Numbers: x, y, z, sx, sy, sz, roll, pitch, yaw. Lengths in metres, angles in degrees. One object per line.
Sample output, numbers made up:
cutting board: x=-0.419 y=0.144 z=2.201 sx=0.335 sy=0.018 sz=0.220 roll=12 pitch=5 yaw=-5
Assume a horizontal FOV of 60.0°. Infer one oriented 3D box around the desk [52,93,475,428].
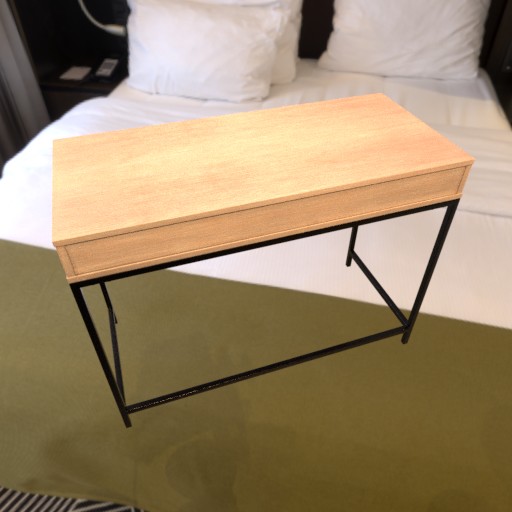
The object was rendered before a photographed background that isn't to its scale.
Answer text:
desk: x=0.000 y=0.000 z=1.421 sx=1.016 sy=0.762 sz=0.470 roll=-13 pitch=43 yaw=-14
